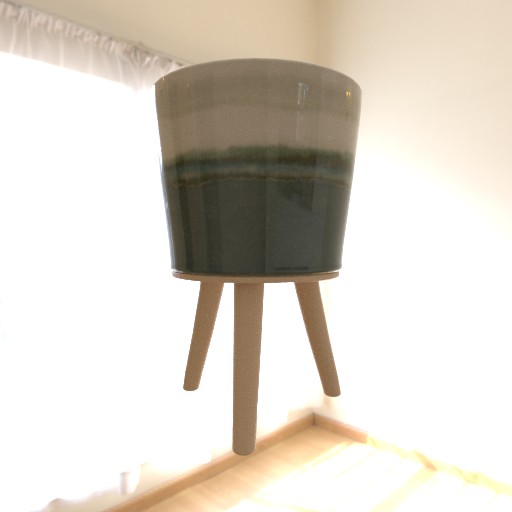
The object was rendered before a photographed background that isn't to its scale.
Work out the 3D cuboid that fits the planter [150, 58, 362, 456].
[{"bbox_3d":[0.000,0.000,0.471,0.217,0.331,0.217,1,3,19],"label":"planter"}]
